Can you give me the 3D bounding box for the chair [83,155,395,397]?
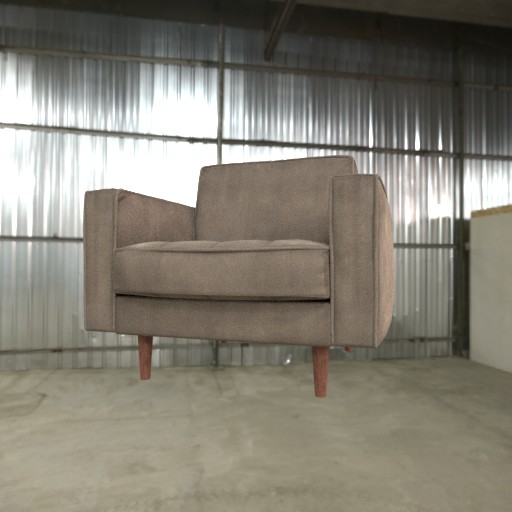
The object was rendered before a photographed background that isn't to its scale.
[{"bbox_3d":[0.000,0.000,1.562,0.928,0.773,0.843,0,-1,18],"label":"chair"}]
